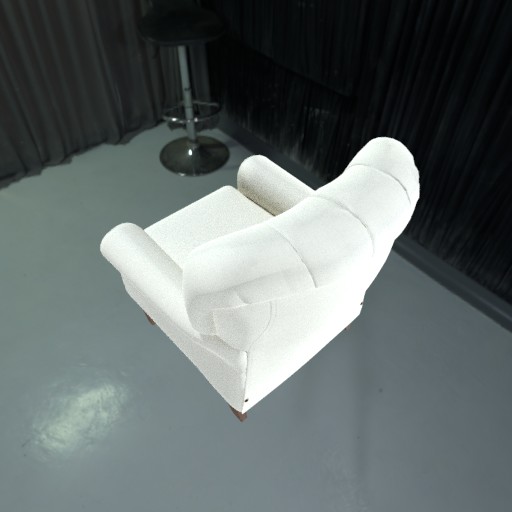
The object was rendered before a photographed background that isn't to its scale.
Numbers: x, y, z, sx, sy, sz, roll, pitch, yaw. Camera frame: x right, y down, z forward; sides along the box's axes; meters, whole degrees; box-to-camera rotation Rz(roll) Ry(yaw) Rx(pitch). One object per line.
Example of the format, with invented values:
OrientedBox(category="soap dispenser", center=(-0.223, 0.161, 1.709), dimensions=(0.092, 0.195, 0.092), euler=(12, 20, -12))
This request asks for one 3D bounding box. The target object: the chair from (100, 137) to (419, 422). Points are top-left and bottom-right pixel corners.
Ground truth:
OrientedBox(category="chair", center=(0.000, 0.000, 2.008), dimensions=(1.035, 1.169, 1.132), euler=(-33, 55, -27))
